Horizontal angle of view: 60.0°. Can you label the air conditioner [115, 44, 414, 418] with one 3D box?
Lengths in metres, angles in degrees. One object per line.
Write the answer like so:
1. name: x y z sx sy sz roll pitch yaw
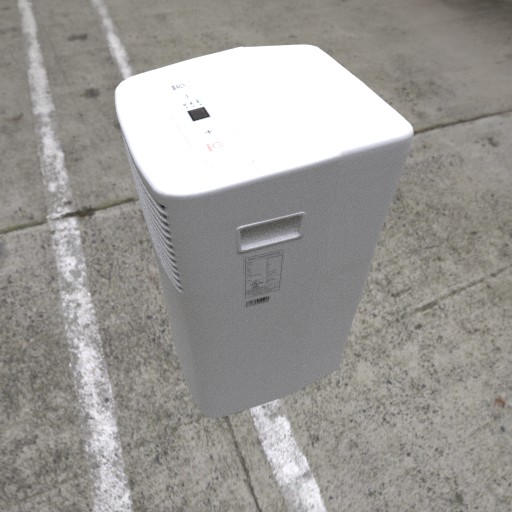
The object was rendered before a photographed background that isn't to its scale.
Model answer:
1. air conditioner: 0.000 0.000 0.789 0.349 0.606 0.304 -17 50 -15
